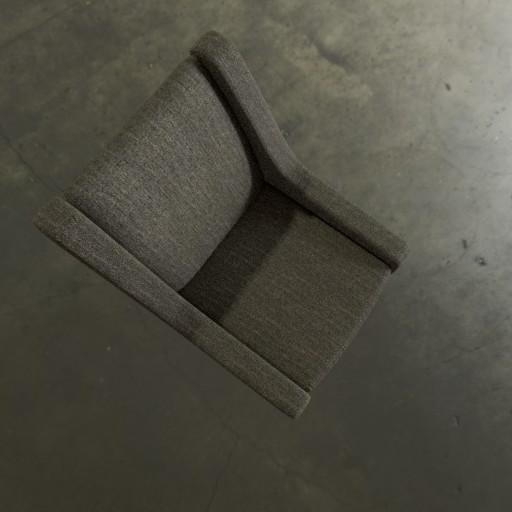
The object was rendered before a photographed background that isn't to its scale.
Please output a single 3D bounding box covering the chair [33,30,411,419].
[{"bbox_3d":[0.000,0.000,1.663,0.944,1.012,0.793,35,77,9],"label":"chair"}]
